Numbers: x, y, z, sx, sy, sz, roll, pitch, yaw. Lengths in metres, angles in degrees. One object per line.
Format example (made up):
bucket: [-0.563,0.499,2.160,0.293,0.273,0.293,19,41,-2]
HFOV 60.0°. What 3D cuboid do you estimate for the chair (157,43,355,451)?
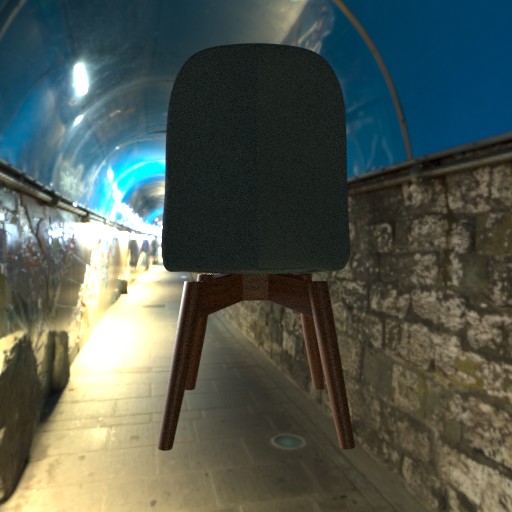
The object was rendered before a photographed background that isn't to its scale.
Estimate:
chair: [0.000,0.000,1.205,0.503,0.882,0.589,0,1,-1]
